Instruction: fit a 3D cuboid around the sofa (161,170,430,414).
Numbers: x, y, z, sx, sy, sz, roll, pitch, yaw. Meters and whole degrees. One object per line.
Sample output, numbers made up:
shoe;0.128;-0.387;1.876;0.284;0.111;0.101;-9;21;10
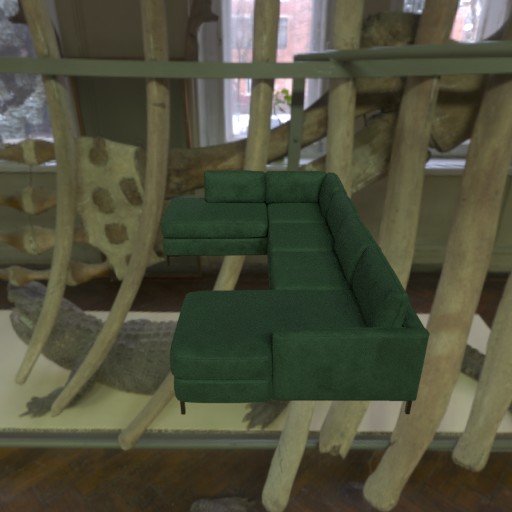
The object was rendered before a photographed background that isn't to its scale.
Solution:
sofa;0.000;0.000;3.910;1.992;0.861;2.994;0;25;0
